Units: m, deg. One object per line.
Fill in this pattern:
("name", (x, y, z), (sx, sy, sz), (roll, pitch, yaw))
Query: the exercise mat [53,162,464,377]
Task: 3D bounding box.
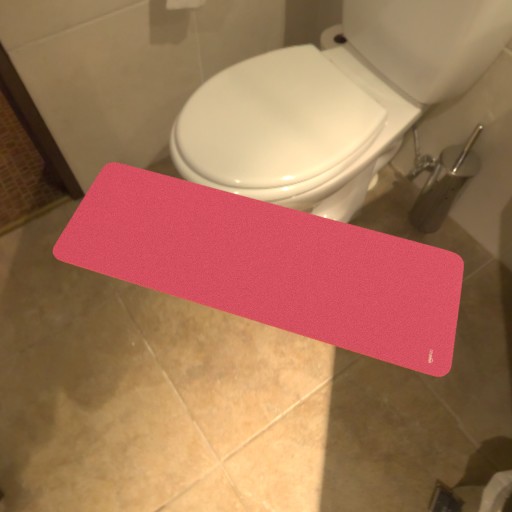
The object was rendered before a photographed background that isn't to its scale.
("exercise mat", (0.000, 0.000, 2.103), (1.884, 0.021, 0.616), (16, 62, 9))
